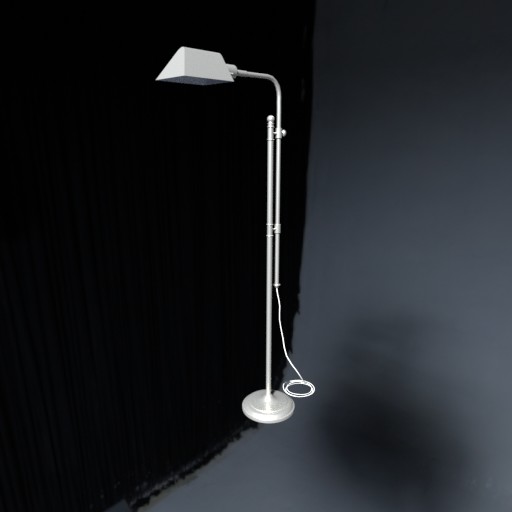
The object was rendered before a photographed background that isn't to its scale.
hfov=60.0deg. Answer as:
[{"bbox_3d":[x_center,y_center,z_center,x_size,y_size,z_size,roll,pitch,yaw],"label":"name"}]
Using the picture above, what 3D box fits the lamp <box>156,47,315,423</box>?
[{"bbox_3d":[0.000,0.000,1.917,0.256,1.571,0.813,14,20,43],"label":"lamp"}]
